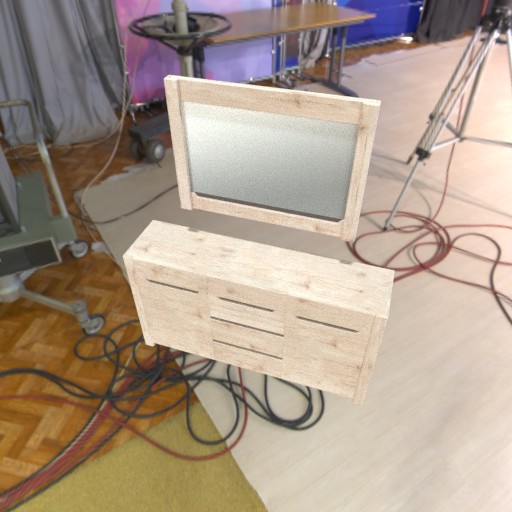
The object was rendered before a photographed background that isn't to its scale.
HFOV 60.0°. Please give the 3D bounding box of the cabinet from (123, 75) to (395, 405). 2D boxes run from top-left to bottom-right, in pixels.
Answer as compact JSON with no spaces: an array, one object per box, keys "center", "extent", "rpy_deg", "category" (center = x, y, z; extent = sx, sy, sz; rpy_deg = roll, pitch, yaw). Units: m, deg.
[{"center":[0.000,0.000,2.800],"extent":[1.700,1.981,0.420],"rpy_deg":[12,43,14],"category":"cabinet"}]
